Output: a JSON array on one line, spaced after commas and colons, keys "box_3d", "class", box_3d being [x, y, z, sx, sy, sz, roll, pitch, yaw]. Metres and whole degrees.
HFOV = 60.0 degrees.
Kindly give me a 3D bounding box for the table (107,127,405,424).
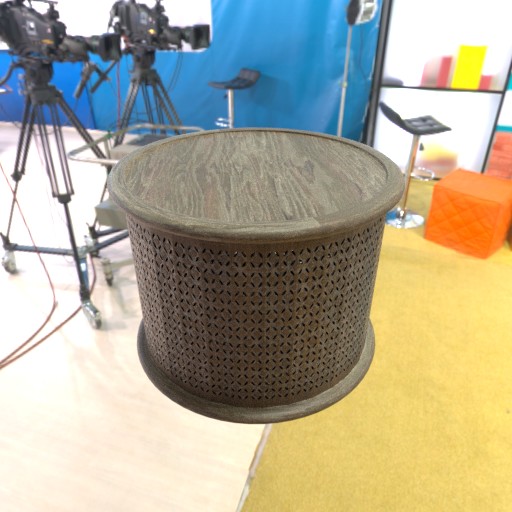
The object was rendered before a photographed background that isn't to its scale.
[{"box_3d": [0.000, 0.000, 1.049, 0.607, 0.450, 0.607, 0, 31, 0], "class": "table"}]
